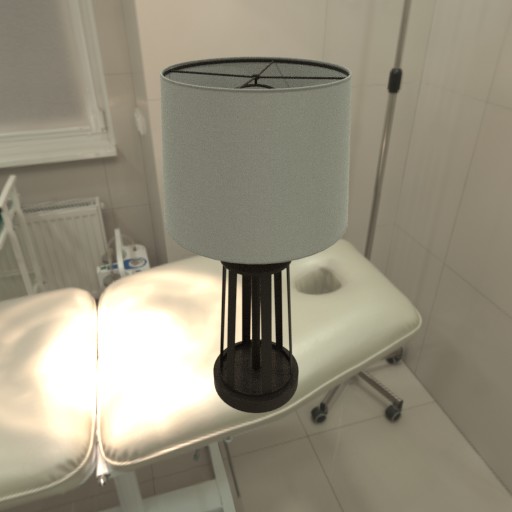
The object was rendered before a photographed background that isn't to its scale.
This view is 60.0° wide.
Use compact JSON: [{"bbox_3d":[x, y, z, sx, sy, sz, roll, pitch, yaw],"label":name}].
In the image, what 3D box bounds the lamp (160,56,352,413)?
[{"bbox_3d":[0.000,0.000,0.650,0.251,0.509,0.251,0,32,0],"label":"lamp"}]
